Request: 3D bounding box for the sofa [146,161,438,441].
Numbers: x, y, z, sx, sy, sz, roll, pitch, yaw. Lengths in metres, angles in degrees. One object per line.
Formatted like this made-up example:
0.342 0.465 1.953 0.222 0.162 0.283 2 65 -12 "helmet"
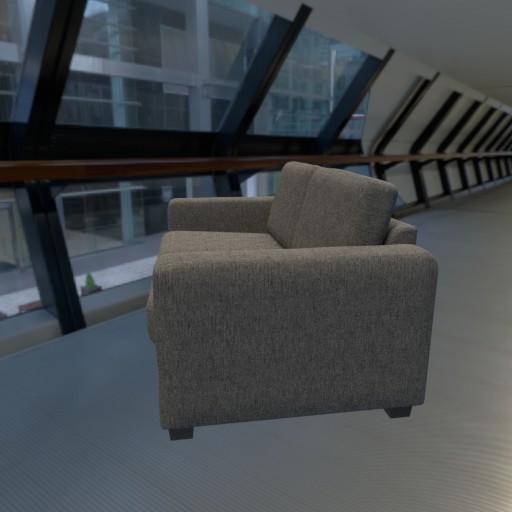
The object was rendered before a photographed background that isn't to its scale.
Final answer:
0.000 0.000 2.019 0.900 0.800 1.520 -2 15 -9 "sofa"
